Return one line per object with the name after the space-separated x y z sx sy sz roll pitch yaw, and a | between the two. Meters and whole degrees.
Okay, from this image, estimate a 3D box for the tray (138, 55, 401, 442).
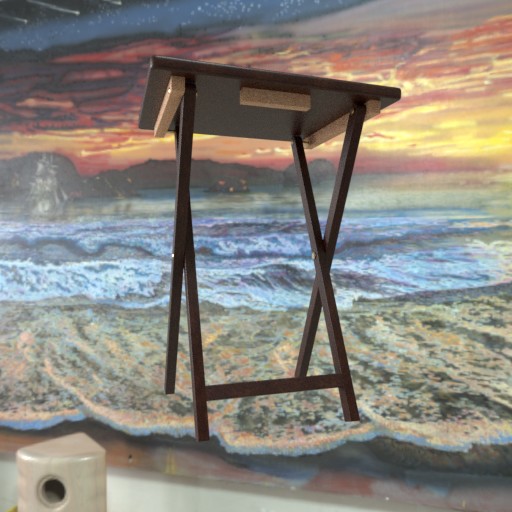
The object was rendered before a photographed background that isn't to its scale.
0.000 0.000 0.976 0.483 0.660 0.381 0 0 -18 | tray
